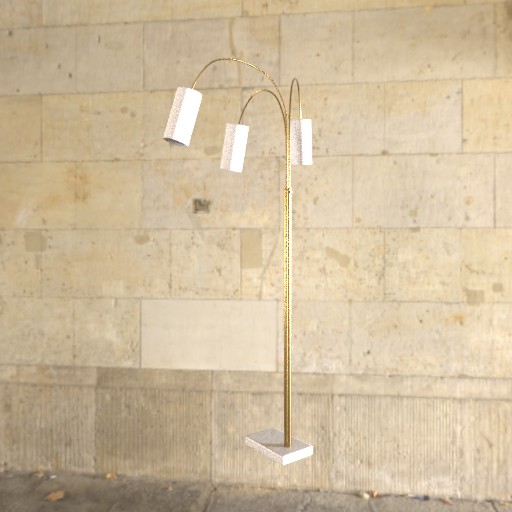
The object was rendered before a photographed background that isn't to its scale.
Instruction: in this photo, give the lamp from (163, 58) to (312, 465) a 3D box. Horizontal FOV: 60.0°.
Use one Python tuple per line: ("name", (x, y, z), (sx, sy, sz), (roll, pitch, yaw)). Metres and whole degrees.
("lamp", (0.000, 0.000, 2.491), (1.020, 2.055, 0.667), (0, 0, -37))
